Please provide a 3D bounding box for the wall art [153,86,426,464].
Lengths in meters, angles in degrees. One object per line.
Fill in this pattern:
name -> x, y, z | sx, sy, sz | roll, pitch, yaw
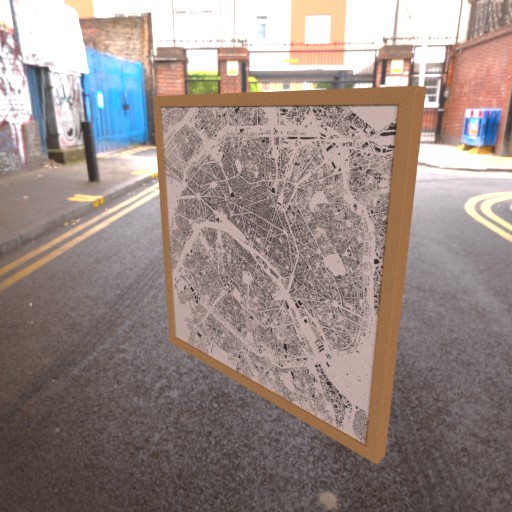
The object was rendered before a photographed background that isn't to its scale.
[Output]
wall art -> 0.000, 0.000, 1.099 | 0.761, 0.761, 0.037 | 17, 25, 42
